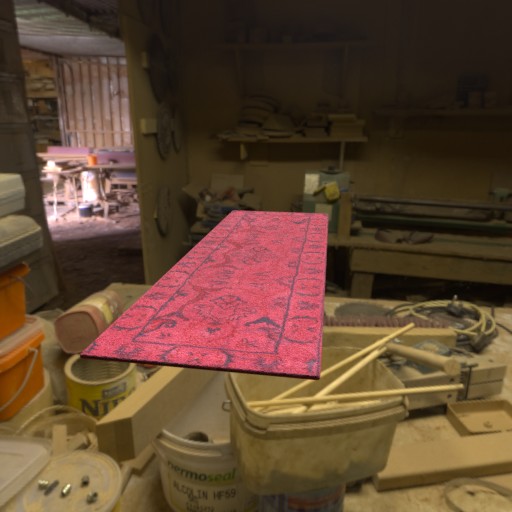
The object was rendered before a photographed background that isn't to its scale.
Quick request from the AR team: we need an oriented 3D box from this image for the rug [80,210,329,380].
[{"bbox_3d":[0.000,0.000,2.588,0.813,0.018,2.439,3,18,9],"label":"rug"}]
